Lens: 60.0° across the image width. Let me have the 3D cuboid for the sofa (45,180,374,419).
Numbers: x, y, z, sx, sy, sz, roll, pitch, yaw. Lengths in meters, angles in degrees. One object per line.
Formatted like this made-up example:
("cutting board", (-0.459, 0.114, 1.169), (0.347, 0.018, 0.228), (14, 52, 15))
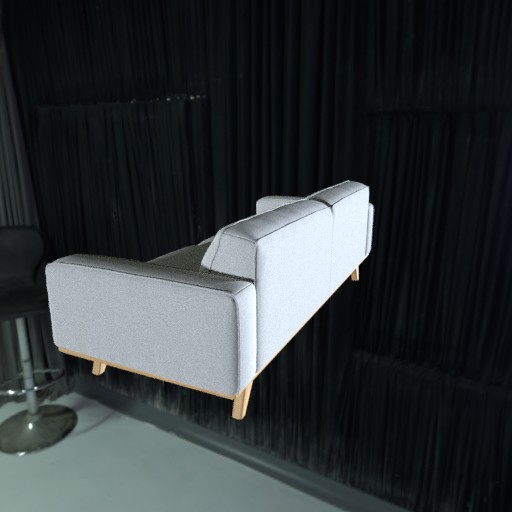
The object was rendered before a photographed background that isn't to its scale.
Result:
("sofa", (0.000, 0.000, 2.713), (0.956, 0.781, 2.270), (8, 17, 25))
